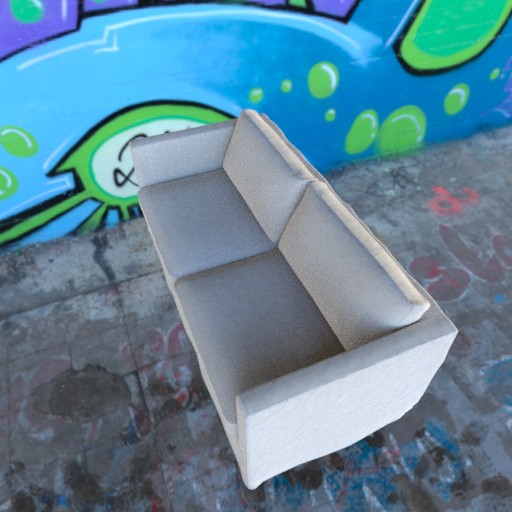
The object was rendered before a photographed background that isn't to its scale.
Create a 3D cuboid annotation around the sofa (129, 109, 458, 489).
[{"bbox_3d":[0.000,0.000,2.447,0.962,0.835,1.959,-17,48,-16],"label":"sofa"}]
